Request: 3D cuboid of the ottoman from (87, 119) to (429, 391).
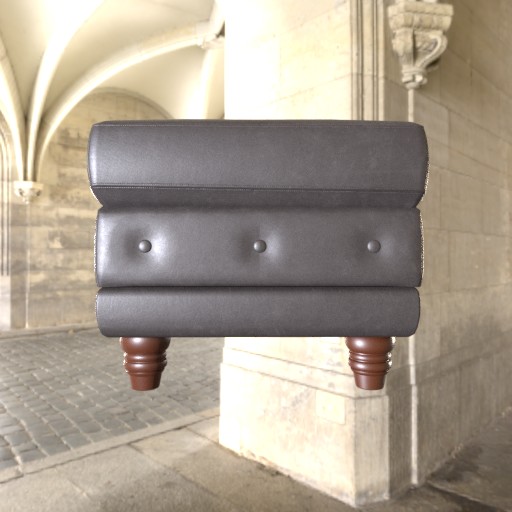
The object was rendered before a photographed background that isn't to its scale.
[{"bbox_3d":[0.000,0.000,1.134,0.590,0.498,0.795,0,0,0],"label":"ottoman"}]
